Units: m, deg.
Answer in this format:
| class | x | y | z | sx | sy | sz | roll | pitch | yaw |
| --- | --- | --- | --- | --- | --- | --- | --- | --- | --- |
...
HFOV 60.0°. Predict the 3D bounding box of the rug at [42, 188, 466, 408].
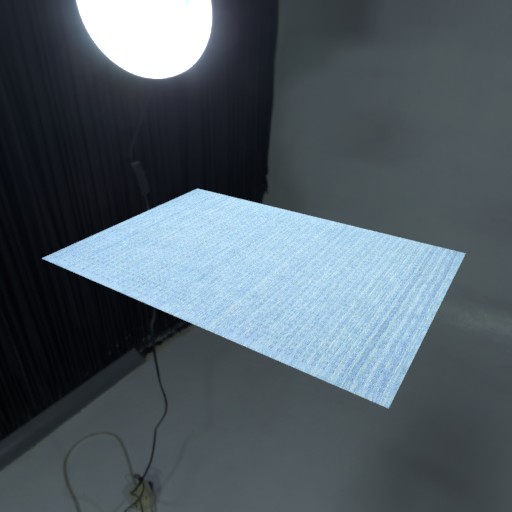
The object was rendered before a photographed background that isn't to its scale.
| class | x | y | z | sx | sy | sz | roll | pitch | yaw |
| --- | --- | --- | --- | --- | --- | --- | --- | --- | --- |
| rug | 0.000 | 0.000 | 3.673 | 2.895 | 0.006 | 1.982 | 17 | 33 | 29 |
